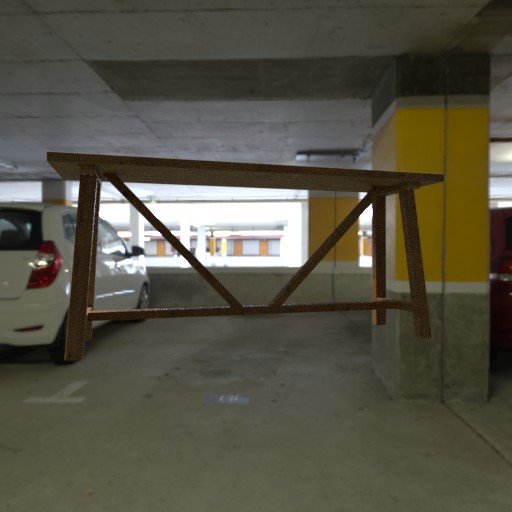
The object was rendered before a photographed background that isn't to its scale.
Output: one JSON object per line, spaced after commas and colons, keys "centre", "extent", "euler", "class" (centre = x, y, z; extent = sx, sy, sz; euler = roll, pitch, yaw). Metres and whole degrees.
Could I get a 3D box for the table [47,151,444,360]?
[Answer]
{"centre": [0.000, 0.000, 2.170], "extent": [1.800, 0.810, 0.465], "euler": [0, 0, -16], "class": "table"}
